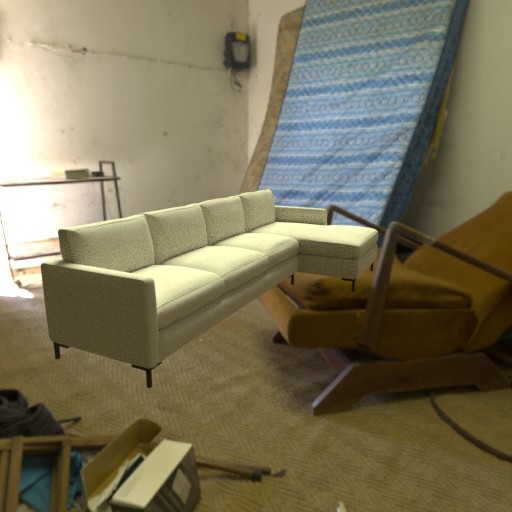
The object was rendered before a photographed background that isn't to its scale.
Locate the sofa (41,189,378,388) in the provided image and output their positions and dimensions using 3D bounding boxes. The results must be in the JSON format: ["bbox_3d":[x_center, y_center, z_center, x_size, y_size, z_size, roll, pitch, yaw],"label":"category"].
[{"bbox_3d":[0.000,0.000,2.963,1.126,0.677,2.445,7,16,26],"label":"sofa"}]
